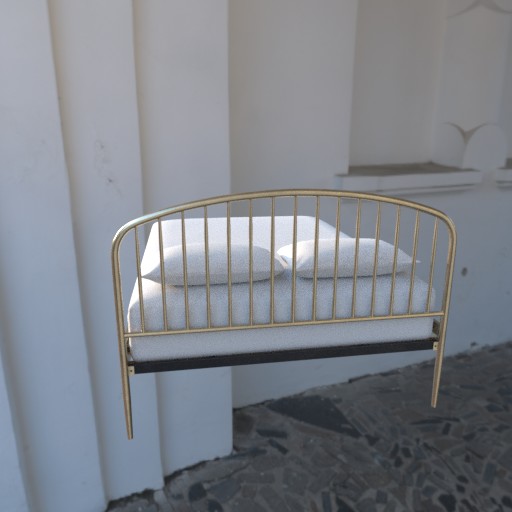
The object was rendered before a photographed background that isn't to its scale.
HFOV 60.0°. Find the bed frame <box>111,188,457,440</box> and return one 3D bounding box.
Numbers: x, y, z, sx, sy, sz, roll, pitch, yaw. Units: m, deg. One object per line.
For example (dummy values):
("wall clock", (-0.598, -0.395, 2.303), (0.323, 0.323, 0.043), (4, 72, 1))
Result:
("bed frame", (0.000, 0.000, 3.104), (1.612, 1.175, 2.152), (-2, 15, -9))
